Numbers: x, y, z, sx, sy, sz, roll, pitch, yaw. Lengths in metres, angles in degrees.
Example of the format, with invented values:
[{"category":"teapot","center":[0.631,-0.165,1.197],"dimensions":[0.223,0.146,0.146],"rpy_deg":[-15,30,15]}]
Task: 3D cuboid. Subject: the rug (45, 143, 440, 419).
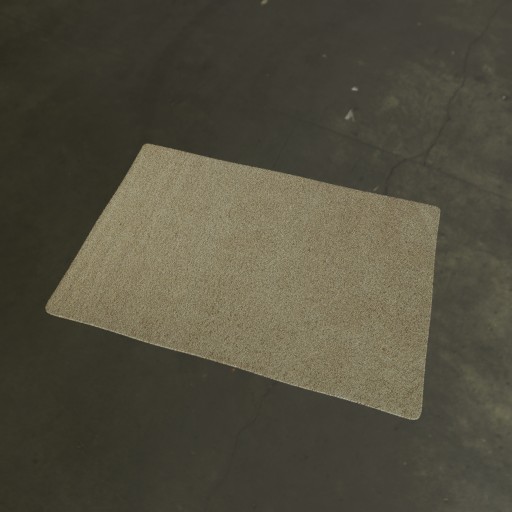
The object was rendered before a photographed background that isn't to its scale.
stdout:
[{"category":"rug","center":[0.000,0.000,3.473],"dimensions":[2.700,0.024,1.801],"rpy_deg":[14,59,9]}]
